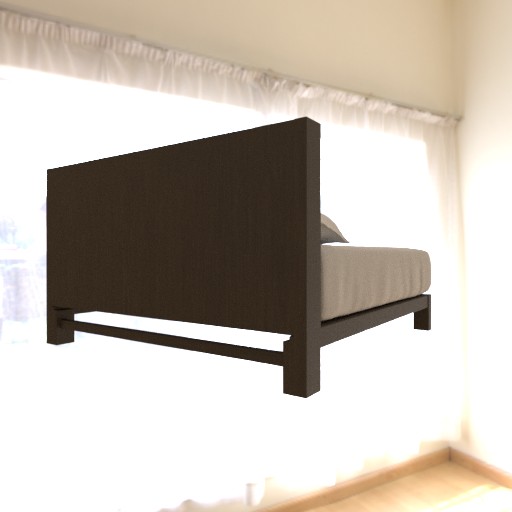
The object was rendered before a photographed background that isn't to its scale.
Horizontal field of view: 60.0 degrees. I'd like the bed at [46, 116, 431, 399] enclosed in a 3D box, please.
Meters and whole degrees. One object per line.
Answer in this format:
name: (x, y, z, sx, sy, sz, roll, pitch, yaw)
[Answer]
bed: (0.000, 0.000, 3.504, 2.143, 1.261, 2.238, 0, 0, 35)
